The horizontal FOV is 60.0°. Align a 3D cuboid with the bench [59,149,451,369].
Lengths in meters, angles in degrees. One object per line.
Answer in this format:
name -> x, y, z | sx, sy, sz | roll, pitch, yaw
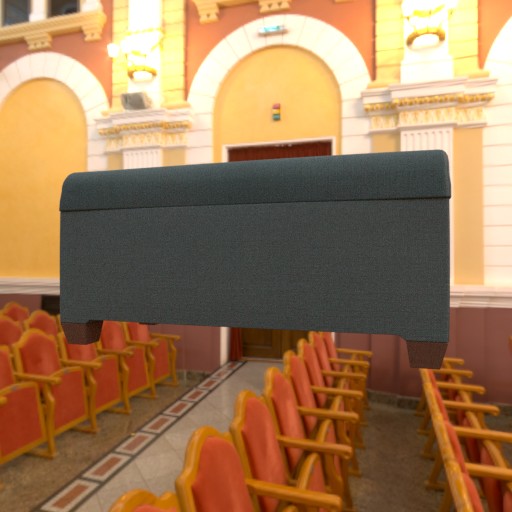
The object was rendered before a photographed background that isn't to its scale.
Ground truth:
bench -> 0.000, 0.000, 1.257 | 0.995, 0.474, 0.476 | 0, 0, 17
